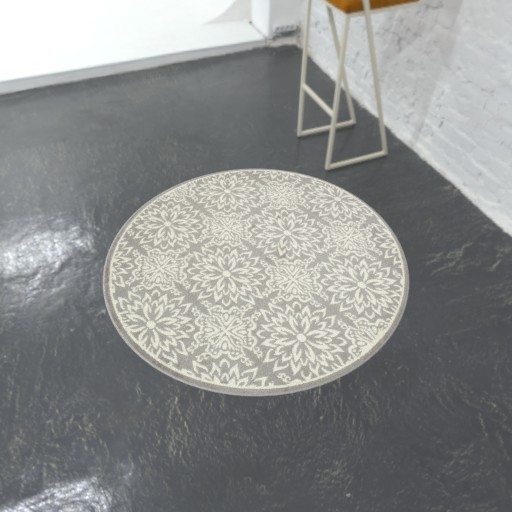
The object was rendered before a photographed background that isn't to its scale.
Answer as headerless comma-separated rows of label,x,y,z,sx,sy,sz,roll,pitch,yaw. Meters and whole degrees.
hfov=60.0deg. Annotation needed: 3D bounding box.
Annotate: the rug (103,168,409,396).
rug,0.000,0.000,2.368,1.593,0.012,1.593,0,46,0
